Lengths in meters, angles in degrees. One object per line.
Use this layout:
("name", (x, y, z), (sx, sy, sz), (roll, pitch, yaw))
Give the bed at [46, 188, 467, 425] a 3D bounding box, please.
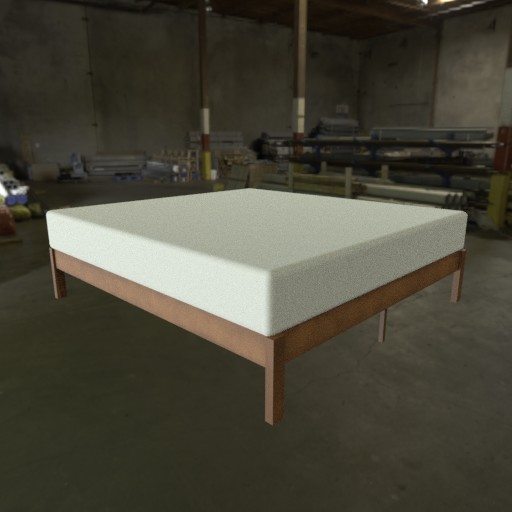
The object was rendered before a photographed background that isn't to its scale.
("bed", (0.000, 0.000, 2.997), (2.049, 0.616, 1.930), (14, 20, 42))
